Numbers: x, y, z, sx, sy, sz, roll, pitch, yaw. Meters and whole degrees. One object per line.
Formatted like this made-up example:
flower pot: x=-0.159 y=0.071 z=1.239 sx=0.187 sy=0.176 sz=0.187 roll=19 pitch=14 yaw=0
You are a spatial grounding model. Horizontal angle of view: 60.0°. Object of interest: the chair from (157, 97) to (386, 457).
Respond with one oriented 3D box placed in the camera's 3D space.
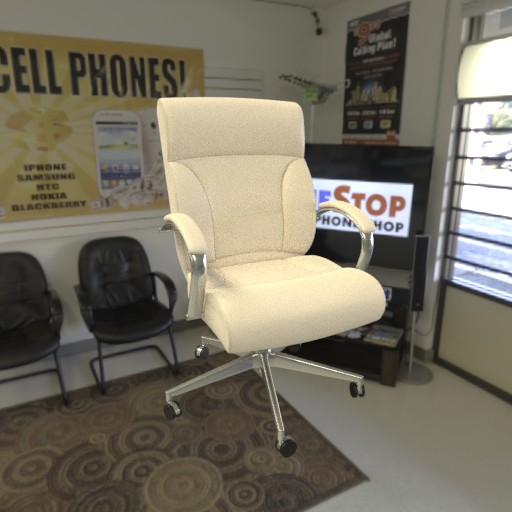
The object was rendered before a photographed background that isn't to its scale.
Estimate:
chair: x=0.000 y=0.000 z=1.580 sx=0.727 sy=1.099 sz=0.745 roll=-8 pitch=17 yaw=-25
